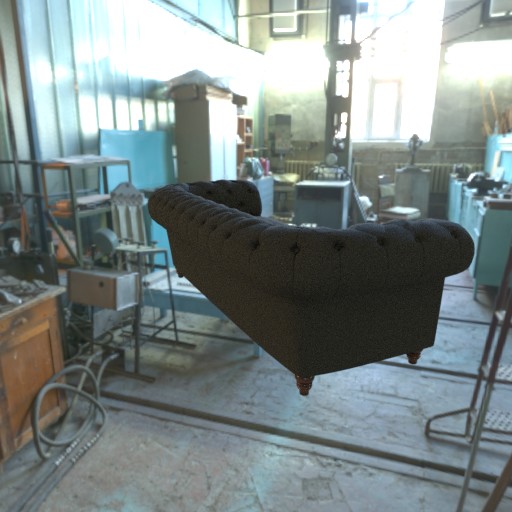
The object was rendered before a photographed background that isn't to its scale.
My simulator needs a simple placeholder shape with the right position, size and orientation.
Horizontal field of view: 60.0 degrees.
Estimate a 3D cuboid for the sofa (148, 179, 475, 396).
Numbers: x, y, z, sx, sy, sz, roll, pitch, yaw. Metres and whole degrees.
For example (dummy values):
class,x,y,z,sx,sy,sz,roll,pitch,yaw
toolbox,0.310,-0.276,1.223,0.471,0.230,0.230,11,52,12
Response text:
class,x,y,z,sx,sy,sz,roll,pitch,yaw
sofa,0.000,0.000,2.758,0.991,0.762,2.362,-7,17,-25
